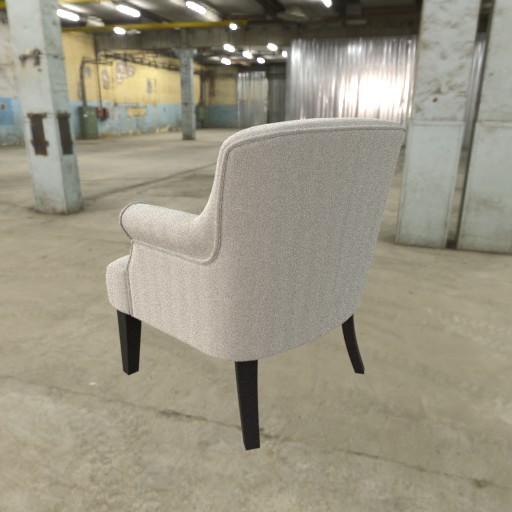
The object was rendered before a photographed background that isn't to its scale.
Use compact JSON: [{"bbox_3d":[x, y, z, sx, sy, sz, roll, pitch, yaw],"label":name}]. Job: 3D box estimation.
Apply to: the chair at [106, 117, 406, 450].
[{"bbox_3d":[0.000,0.000,1.466,0.781,0.875,0.750,-16,24,-42],"label":"chair"}]
